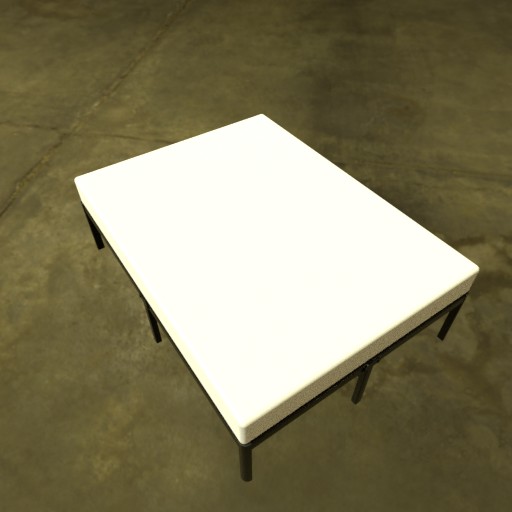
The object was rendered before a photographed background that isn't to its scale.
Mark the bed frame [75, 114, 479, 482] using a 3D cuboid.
[{"bbox_3d":[0.000,0.000,2.882,1.557,0.659,2.072,-26,51,-23],"label":"bed frame"}]
